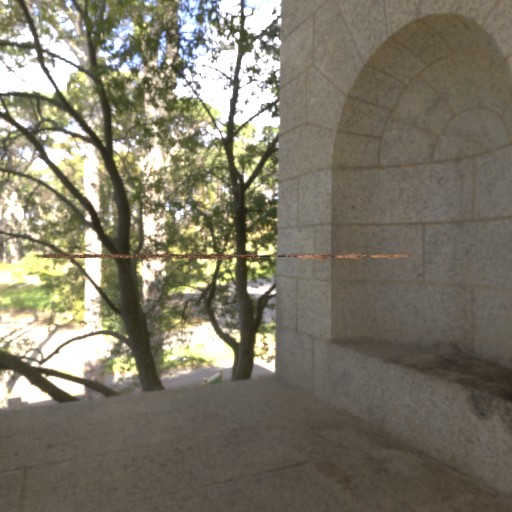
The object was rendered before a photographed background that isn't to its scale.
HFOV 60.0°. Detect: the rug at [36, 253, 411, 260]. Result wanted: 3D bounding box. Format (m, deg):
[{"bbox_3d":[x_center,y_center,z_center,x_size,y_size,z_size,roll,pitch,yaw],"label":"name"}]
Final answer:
[{"bbox_3d":[0.000,0.000,3.162,1.778,0.048,2.450,0,0,36],"label":"rug"}]
